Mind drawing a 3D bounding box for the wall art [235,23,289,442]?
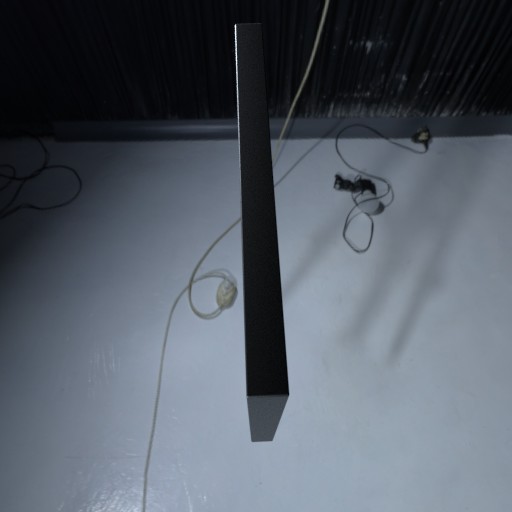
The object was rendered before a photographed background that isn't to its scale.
[{"bbox_3d":[0.000,0.000,0.525,0.028,0.330,0.380,-2,63,-1],"label":"wall art"}]
